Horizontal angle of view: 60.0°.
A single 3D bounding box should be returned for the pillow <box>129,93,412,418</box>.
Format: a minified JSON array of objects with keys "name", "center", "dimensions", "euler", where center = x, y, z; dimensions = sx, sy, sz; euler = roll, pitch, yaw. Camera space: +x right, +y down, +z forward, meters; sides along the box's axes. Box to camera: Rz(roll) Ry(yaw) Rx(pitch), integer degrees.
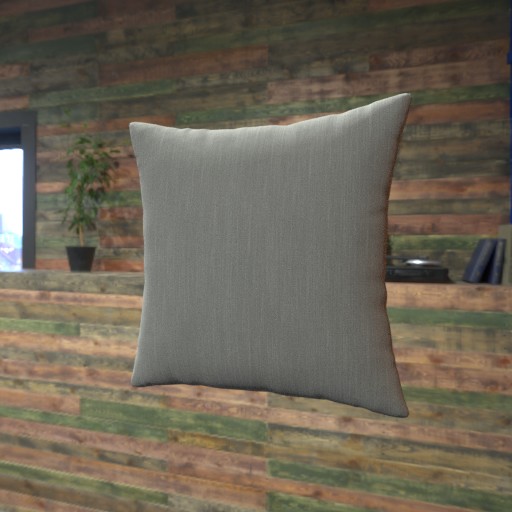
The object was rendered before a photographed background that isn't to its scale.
[{"name":"pillow","center":[0.000,0.000,0.774],"dimensions":[0.511,0.509,0.161],"euler":[0,1,19]}]
